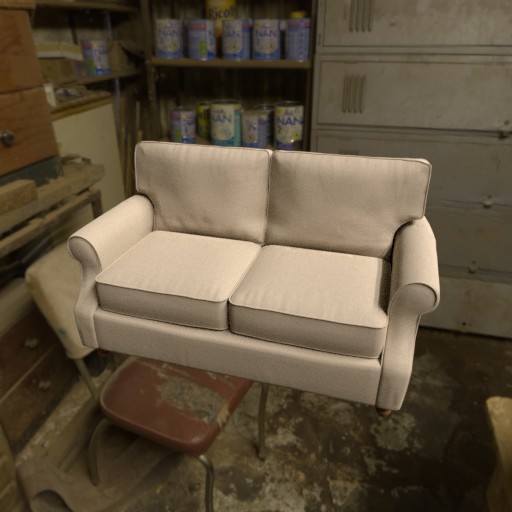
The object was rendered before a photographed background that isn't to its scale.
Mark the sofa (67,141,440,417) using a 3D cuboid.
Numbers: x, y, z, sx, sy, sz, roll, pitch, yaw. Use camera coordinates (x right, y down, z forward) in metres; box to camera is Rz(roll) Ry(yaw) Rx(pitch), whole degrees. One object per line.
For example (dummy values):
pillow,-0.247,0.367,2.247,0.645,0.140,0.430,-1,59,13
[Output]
sofa,0.000,0.000,2.204,1.665,0.937,0.964,8,28,15
